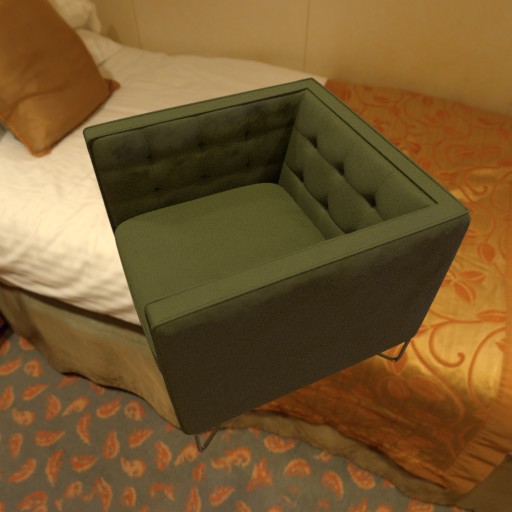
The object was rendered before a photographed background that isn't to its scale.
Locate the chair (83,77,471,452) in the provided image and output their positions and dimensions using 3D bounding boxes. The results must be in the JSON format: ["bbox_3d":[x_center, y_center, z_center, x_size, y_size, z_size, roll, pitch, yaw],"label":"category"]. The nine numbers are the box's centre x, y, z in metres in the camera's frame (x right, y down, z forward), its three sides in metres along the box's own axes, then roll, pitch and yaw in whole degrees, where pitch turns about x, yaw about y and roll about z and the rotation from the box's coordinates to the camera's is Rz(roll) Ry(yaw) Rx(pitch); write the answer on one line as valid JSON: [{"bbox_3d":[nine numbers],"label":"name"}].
[{"bbox_3d":[0.000,0.000,1.576,0.894,0.790,0.880,-18,50,-16],"label":"chair"}]
